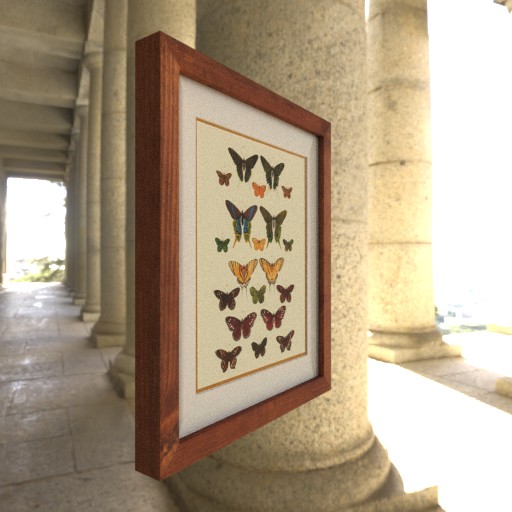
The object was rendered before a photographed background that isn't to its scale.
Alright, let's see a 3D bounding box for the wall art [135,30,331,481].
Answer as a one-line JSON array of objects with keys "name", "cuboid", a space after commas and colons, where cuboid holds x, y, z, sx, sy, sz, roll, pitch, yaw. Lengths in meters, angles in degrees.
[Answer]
[{"name": "wall art", "cuboid": [0.000, 0.000, 0.606, 0.039, 0.449, 0.377, 0, 0, 36]}]
